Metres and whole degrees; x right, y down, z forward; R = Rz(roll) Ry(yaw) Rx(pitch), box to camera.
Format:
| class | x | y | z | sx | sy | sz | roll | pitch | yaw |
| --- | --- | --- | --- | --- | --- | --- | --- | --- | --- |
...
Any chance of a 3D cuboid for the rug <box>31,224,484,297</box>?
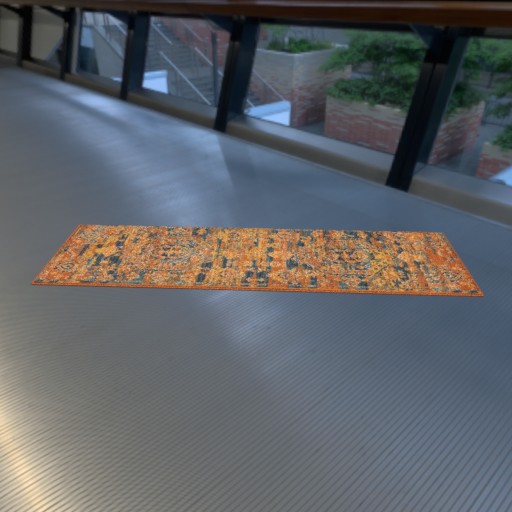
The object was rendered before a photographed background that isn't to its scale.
| class | x | y | z | sx | sy | sz | roll | pitch | yaw |
| --- | --- | --- | --- | --- | --- | --- | --- | --- | --- |
| rug | 0.000 | 0.000 | 2.492 | 2.274 | 0.016 | 0.651 | 1 | 32 | 2 |
